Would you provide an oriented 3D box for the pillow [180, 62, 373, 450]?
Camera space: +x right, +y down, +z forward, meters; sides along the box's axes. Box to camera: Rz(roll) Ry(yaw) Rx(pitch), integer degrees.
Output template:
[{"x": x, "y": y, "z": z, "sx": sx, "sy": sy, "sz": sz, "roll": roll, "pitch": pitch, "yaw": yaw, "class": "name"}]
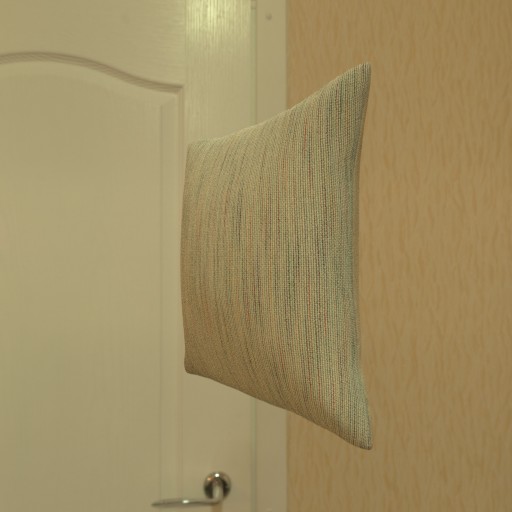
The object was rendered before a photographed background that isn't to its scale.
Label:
[{"x": 0.000, "y": 0.000, "z": 0.777, "sx": 0.178, "sy": 0.506, "sz": 0.512, "roll": 1, "pitch": -1, "yaw": -36, "class": "pillow"}]
